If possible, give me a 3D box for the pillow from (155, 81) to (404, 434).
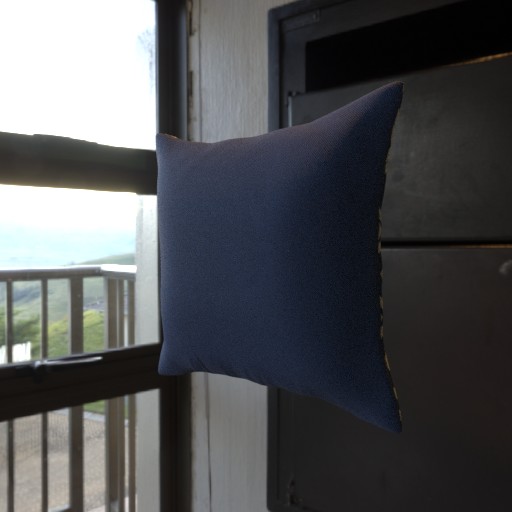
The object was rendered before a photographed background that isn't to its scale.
[{"bbox_3d":[0.000,0.000,0.764,0.504,0.494,0.188,1,1,36],"label":"pillow"}]
